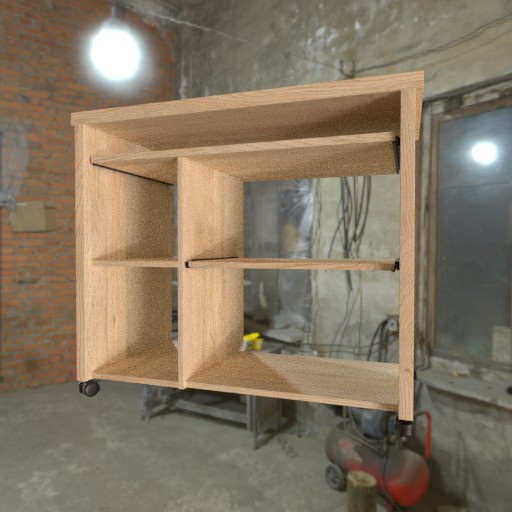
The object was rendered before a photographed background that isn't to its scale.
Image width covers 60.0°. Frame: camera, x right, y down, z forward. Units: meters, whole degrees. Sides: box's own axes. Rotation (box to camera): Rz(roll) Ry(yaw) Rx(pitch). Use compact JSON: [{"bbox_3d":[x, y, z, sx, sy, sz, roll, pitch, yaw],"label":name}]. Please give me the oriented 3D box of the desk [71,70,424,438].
[{"bbox_3d":[0.000,0.000,1.278,0.885,0.770,0.480,0,1,19],"label":"desk"}]
